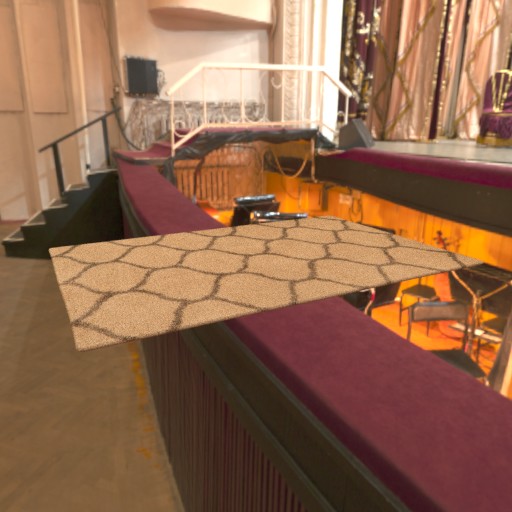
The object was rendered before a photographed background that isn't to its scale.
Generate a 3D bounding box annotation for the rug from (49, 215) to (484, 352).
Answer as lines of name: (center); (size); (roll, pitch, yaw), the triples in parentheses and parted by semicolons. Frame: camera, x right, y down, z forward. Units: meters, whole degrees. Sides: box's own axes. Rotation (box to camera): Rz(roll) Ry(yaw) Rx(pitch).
rug: (0.000, 0.000, 3.285); (2.701, 0.026, 1.801); (-9, 19, -26)
